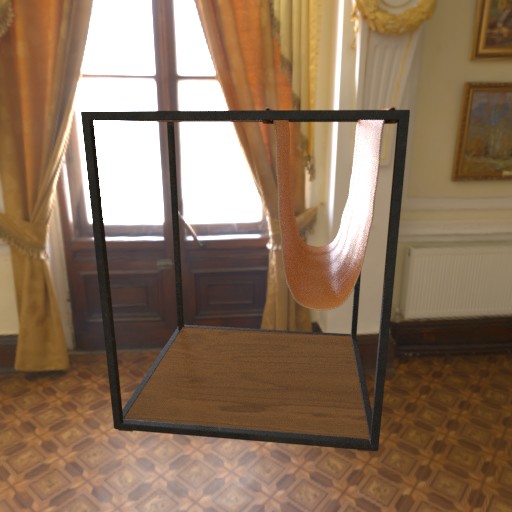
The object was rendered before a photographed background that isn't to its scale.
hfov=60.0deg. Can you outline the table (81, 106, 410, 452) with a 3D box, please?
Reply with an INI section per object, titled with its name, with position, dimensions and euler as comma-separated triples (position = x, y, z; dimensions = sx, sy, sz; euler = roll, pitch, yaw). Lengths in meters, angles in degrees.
[table]
position = 0.000, 0.000, 0.862
dimensions = 0.450, 0.536, 0.399
euler = 2, 17, 7
